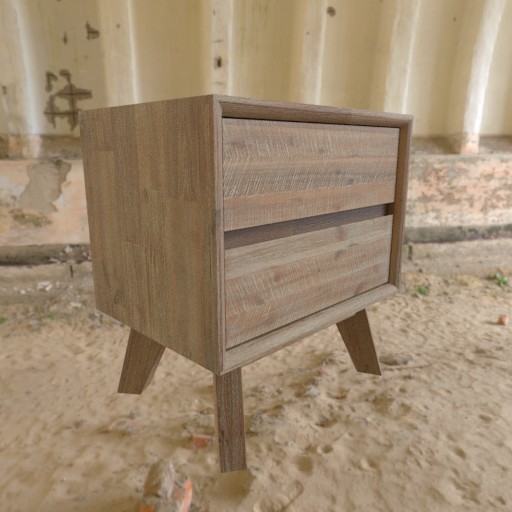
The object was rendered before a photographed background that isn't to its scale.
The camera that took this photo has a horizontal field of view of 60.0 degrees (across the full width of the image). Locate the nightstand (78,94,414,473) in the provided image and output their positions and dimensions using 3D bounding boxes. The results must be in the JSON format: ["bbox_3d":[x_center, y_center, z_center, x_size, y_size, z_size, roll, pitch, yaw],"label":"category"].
[{"bbox_3d":[0.000,0.000,0.958,0.396,0.589,0.552,13,19,43],"label":"nightstand"}]
